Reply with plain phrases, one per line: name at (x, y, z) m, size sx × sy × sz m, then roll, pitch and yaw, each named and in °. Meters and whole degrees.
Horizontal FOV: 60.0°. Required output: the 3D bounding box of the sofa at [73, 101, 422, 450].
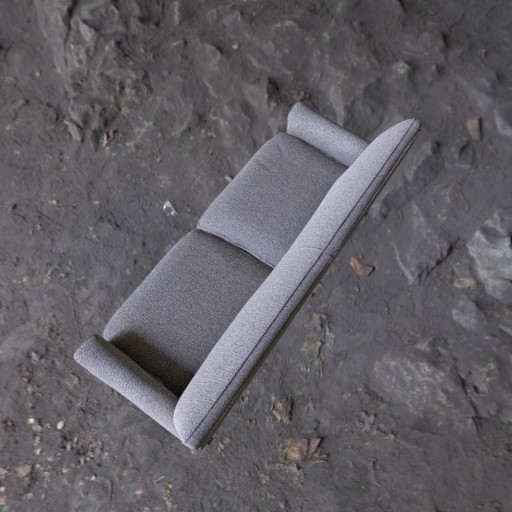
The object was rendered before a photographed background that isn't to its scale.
sofa at (0.000, 0.000, 2.531) m, size 0.854 × 0.942 × 2.026 m, roll 32°, pitch 67°, yaw 15°
